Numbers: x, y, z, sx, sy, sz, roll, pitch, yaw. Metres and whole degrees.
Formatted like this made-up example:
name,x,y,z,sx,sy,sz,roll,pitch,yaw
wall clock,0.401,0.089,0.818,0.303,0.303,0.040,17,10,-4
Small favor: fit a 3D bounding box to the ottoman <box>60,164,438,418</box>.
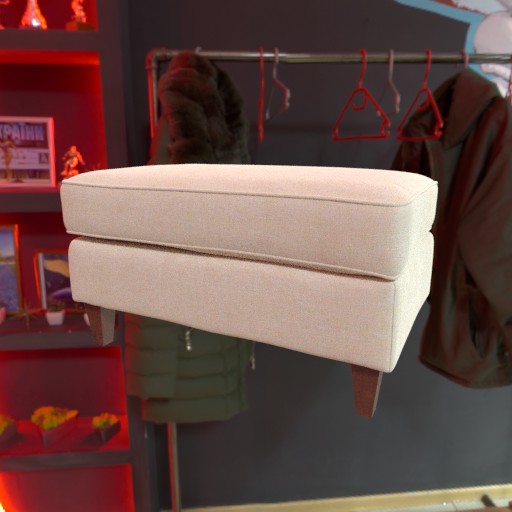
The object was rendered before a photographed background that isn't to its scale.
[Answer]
name,x,y,z,sx,sy,sz,roll,pitch,yaw
ottoman,0.000,0.000,1.214,0.862,0.484,0.583,7,16,26
